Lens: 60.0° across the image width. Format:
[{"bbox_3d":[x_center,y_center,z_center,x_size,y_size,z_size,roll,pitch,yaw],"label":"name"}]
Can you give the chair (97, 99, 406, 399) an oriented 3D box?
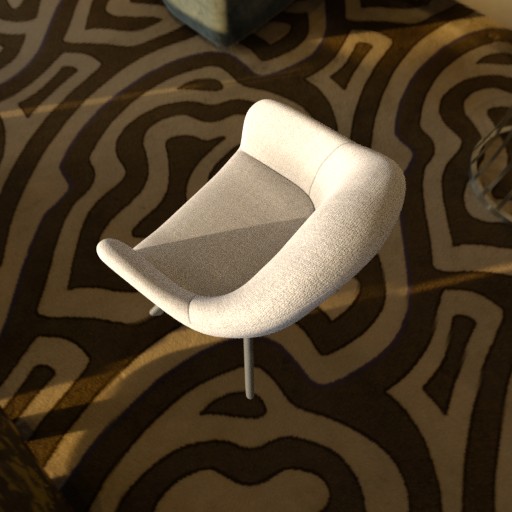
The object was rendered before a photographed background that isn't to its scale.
[{"bbox_3d":[0.000,0.000,1.170,0.550,0.795,0.590,36,69,17],"label":"chair"}]
